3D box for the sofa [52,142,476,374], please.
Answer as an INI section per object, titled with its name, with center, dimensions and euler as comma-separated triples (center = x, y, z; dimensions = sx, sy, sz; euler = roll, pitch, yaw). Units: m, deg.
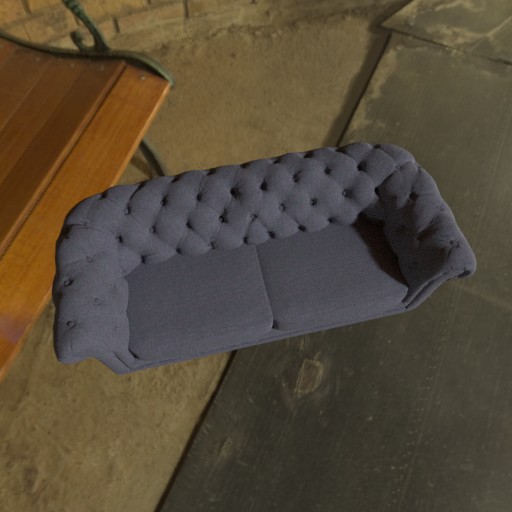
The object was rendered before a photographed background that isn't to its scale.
[sofa]
center = 0.000, 0.000, 2.848
dimensions = 2.335, 0.836, 1.046
euler = -11, 64, -6
